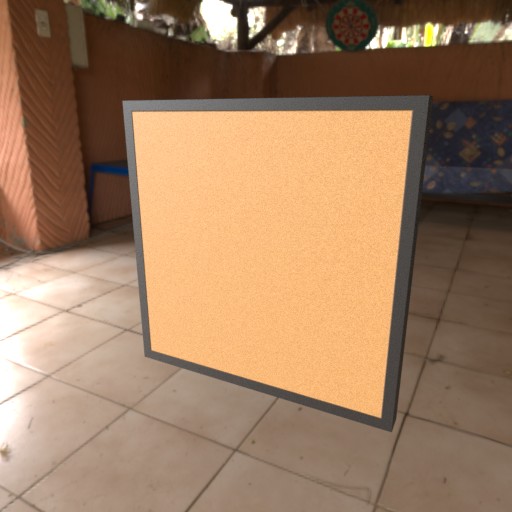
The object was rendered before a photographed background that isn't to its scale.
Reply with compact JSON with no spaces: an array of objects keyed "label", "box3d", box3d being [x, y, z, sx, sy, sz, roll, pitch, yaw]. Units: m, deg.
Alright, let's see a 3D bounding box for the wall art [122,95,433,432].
[{"label":"wall art","box3d":[0.000,0.000,0.756,0.506,0.506,0.037,9,20,26]}]
